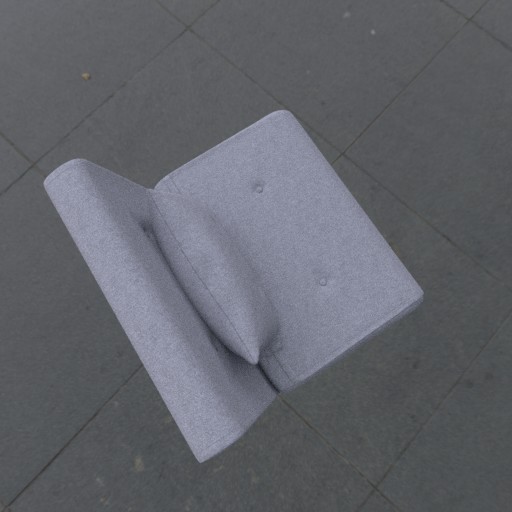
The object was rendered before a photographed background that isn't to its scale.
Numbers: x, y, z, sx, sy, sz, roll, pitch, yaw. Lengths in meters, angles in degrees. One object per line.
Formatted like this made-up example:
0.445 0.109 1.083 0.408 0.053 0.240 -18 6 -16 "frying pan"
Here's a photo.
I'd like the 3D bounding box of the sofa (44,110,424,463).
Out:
0.000 0.000 1.739 1.000 0.825 1.020 -32 78 -7 "sofa"
